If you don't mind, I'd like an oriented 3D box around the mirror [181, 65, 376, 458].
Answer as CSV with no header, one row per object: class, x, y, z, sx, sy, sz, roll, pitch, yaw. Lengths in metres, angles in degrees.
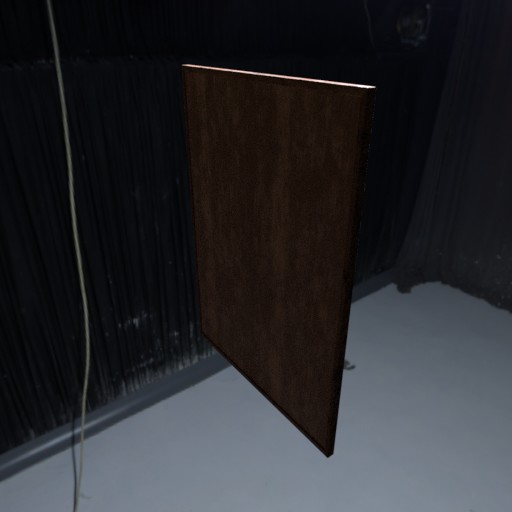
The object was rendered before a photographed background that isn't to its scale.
mirror,0.000,0.000,1.437,0.028,1.099,0.796,-19,32,-32
